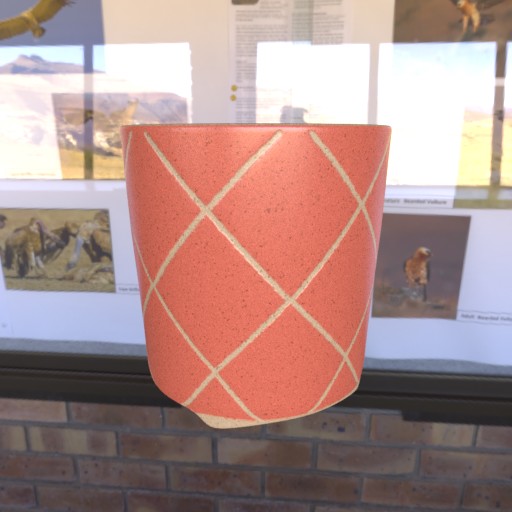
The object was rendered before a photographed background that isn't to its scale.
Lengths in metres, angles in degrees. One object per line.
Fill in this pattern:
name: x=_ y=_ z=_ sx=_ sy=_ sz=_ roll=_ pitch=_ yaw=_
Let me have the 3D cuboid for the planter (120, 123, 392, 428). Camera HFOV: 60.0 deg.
planter: x=0.000 y=0.000 z=0.417 sx=0.227 sy=0.235 sz=0.227 roll=0 pitch=15 yaw=0
